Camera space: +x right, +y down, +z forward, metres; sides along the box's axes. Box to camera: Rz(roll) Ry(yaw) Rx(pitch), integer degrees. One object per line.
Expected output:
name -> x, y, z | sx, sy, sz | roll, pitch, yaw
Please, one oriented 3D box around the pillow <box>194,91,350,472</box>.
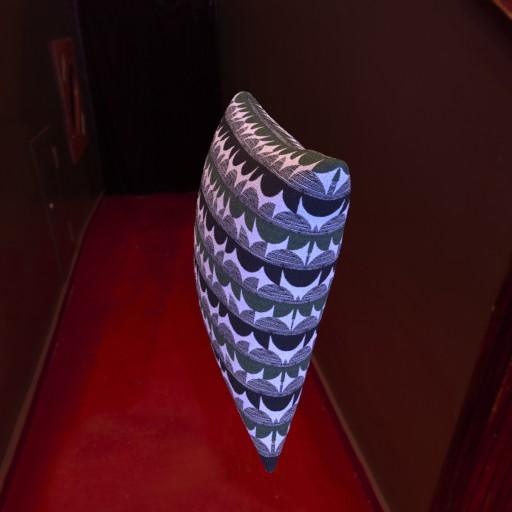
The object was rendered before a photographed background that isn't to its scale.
pillow -> 0.000, 0.000, 0.654 | 0.180, 0.404, 0.419 | -7, 30, -12
